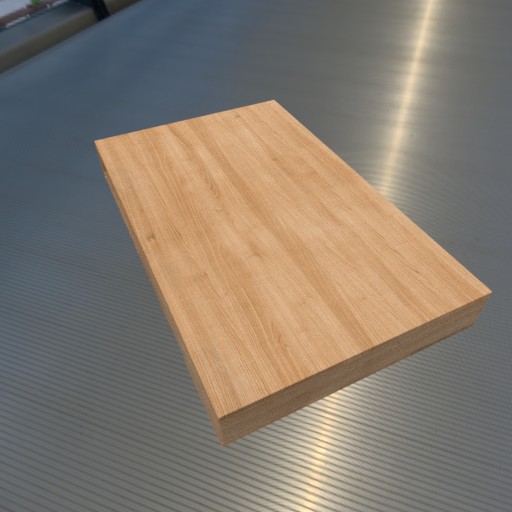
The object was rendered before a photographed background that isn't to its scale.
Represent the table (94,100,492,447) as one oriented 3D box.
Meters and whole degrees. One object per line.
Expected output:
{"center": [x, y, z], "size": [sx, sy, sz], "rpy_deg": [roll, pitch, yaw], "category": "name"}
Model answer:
{"center": [0.000, 0.000, 1.438], "size": [0.700, 0.440, 1.100], "rpy_deg": [-19, 48, -18], "category": "table"}
